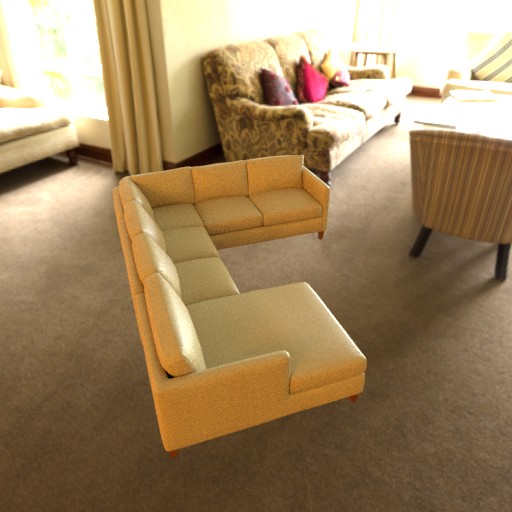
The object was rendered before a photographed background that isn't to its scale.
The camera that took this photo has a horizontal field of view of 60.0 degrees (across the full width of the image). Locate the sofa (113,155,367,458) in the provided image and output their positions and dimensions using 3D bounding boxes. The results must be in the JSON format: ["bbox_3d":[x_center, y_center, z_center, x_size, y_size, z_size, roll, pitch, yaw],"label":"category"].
[{"bbox_3d":[0.000,0.000,4.622,2.594,0.961,3.460,-11,34,-17],"label":"sofa"}]
